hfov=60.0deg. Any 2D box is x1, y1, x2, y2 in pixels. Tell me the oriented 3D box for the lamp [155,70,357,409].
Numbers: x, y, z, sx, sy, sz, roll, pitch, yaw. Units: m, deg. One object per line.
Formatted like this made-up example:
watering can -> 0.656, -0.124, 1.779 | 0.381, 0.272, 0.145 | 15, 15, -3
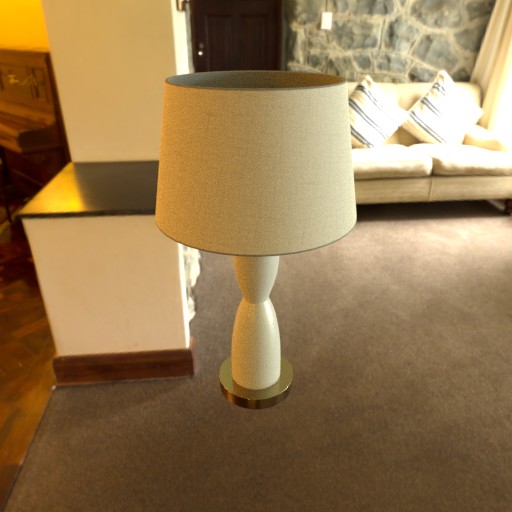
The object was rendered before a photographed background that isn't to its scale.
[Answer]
lamp -> 0.000, 0.000, 0.729 | 0.309, 0.545, 0.309 | 0, 27, 0
